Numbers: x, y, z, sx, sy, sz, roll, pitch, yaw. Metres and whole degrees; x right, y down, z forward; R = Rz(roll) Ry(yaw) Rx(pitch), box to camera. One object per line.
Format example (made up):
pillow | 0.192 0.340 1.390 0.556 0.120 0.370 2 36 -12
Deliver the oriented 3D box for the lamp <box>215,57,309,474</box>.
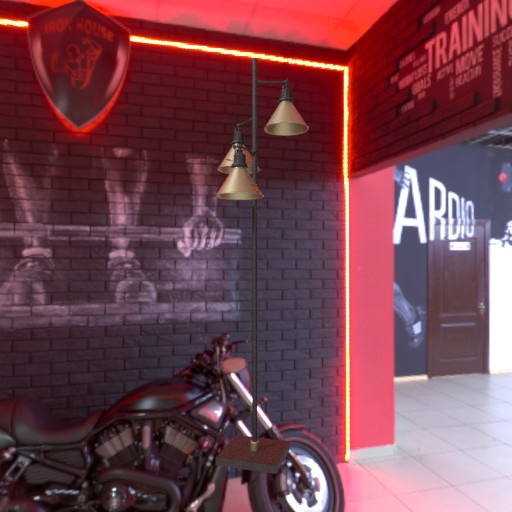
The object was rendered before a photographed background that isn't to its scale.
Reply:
lamp | 0.000 0.000 1.885 0.428 1.716 0.415 0 -1 17
